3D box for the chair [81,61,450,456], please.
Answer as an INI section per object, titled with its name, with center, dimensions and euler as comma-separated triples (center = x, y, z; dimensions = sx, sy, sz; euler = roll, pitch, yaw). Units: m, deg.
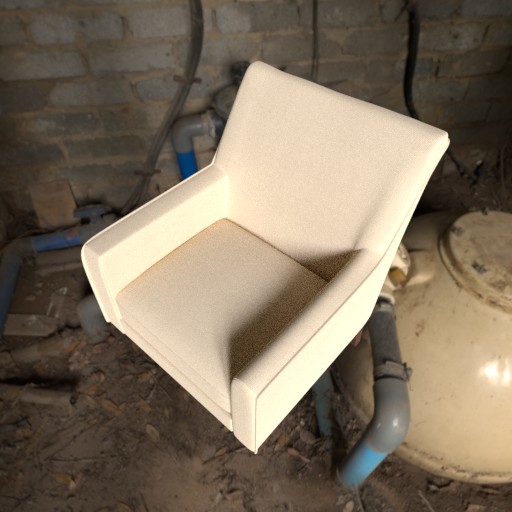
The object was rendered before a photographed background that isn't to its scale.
[chair]
center = 0.000, 0.000, 1.572
dimensions = 0.780, 0.919, 0.899
euler = 33, 55, 27
